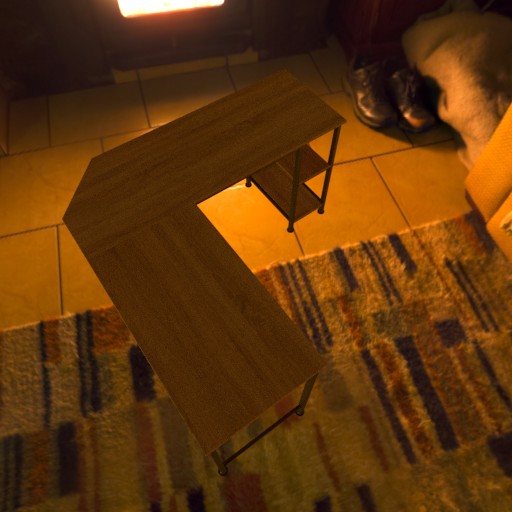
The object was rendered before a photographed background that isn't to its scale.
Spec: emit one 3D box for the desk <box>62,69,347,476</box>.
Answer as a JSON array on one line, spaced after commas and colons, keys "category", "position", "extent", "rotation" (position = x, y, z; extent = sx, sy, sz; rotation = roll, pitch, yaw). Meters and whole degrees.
[{"category": "desk", "position": [0.000, 0.000, 2.201], "extent": [1.379, 0.739, 1.379], "rotation": [-31, 63, -18]}]
